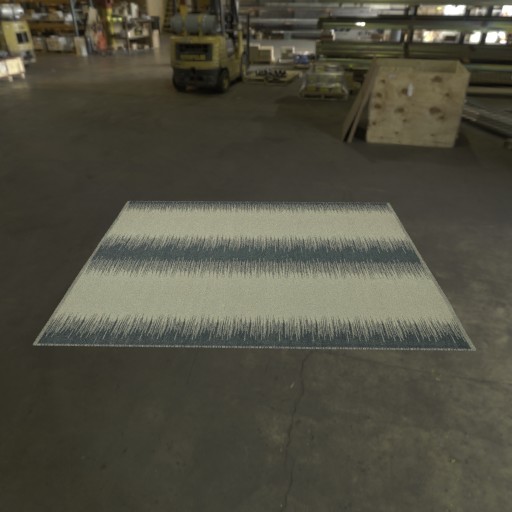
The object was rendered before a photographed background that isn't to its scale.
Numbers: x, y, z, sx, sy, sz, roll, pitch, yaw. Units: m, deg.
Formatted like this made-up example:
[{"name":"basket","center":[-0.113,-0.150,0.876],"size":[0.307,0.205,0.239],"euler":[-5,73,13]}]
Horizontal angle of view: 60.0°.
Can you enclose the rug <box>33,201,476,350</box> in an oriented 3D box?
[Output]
[{"name":"rug","center":[0.000,0.000,4.068],"size":[3.037,0.004,2.453],"euler":[1,31,1]}]
